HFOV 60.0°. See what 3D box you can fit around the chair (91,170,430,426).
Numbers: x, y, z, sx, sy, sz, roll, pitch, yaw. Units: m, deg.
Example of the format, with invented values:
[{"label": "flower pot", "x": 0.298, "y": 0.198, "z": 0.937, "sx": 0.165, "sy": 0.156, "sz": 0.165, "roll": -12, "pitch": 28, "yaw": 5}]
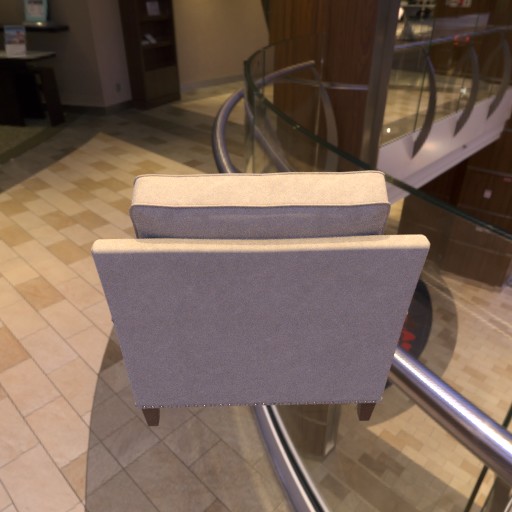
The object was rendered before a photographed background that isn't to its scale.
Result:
[{"label": "chair", "x": 0.000, "y": 0.000, "z": 1.691, "sx": 0.853, "sy": 0.943, "sz": 1.014, "roll": -1, "pitch": 31, "yaw": -1}]
